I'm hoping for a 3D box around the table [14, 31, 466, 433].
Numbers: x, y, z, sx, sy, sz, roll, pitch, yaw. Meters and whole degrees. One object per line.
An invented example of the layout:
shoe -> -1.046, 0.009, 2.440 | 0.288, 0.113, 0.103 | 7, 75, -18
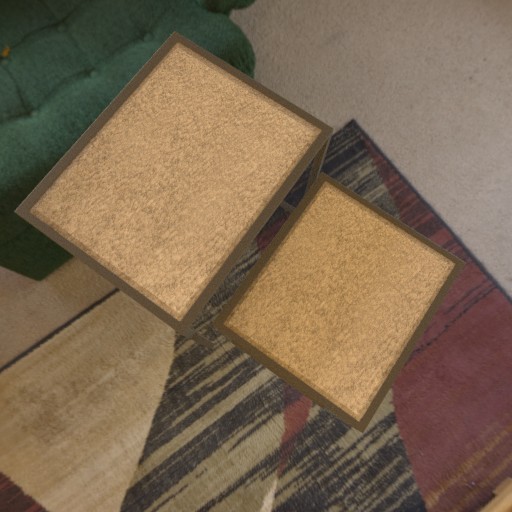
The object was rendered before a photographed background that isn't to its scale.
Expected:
table -> 0.000, 0.000, 1.114 | 0.788, 0.540, 0.508 | 34, 78, 8
